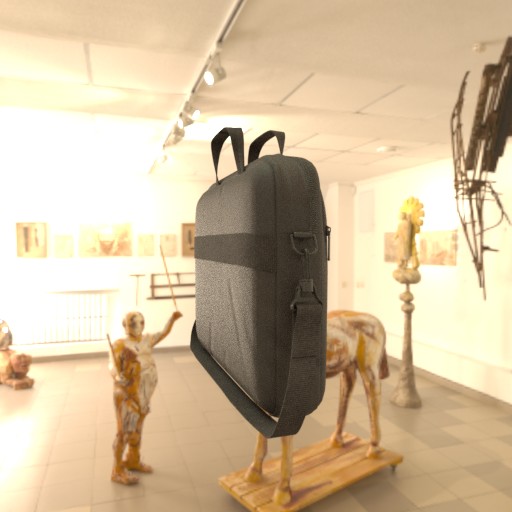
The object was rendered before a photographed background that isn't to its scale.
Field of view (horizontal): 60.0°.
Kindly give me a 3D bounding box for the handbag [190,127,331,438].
[{"bbox_3d":[0.000,0.000,0.442,0.089,0.244,0.320,-1,2,-19],"label":"handbag"}]
